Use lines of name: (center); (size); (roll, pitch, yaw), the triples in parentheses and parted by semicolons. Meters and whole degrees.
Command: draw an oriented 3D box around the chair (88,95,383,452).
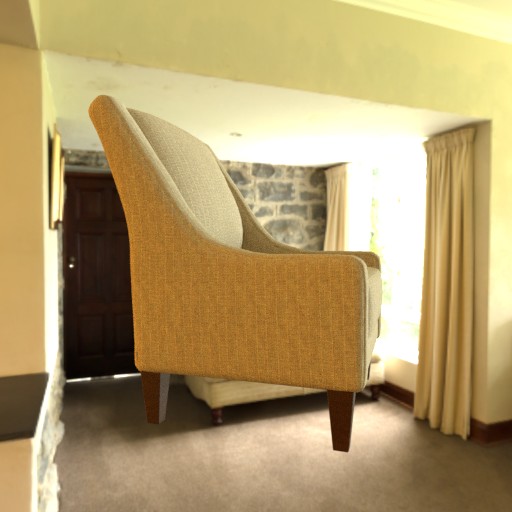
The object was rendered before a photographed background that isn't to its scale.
chair: (0.000, 0.000, 1.607); (0.870, 1.014, 0.774); (0, 2, 19)
